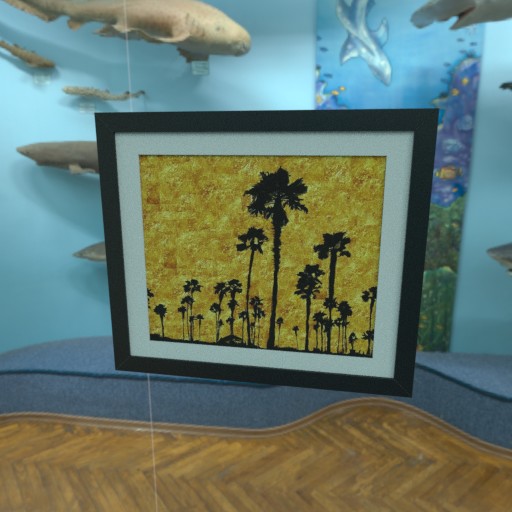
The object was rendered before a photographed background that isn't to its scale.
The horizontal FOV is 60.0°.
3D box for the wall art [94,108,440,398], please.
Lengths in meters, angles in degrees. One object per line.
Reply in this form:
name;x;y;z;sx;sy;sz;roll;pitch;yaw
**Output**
wall art;0.000;0.000;0.530;0.383;0.332;0.012;2;14;10
